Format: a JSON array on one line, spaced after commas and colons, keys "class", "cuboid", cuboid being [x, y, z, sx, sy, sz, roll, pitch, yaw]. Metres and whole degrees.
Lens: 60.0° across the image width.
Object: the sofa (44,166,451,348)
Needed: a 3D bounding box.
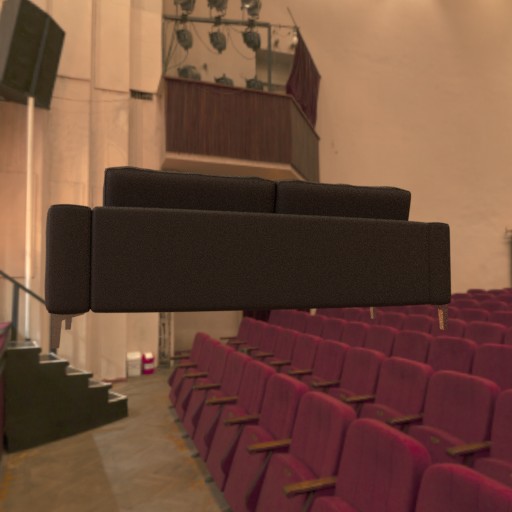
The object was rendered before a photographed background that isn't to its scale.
[{"class": "sofa", "cuboid": [0.000, 0.000, 2.715, 2.275, 0.893, 0.833, 1, -3, -19]}]
